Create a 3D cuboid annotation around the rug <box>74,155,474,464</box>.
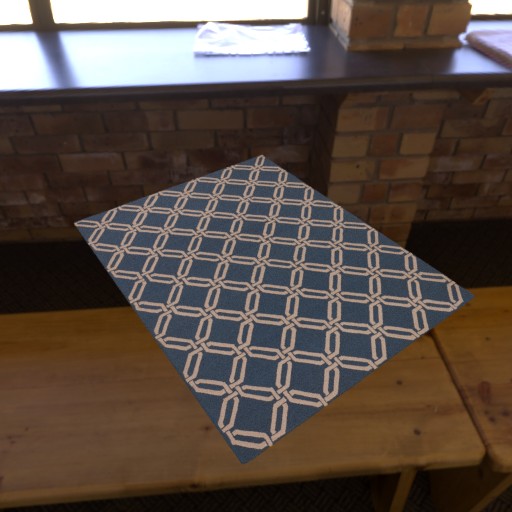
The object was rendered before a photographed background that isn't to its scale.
[{"bbox_3d":[0.000,0.000,3.909,2.277,0.020,2.867,-26,47,-26],"label":"rug"}]
